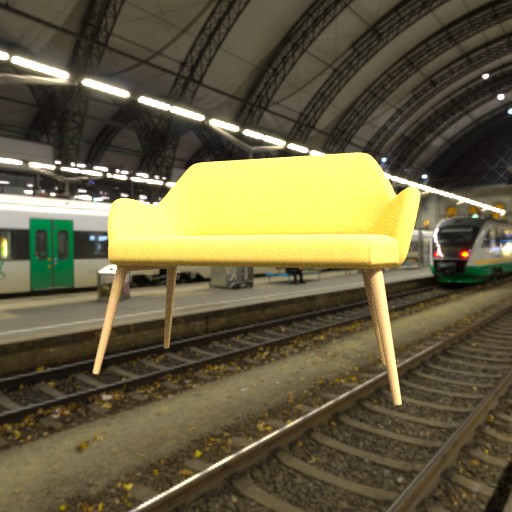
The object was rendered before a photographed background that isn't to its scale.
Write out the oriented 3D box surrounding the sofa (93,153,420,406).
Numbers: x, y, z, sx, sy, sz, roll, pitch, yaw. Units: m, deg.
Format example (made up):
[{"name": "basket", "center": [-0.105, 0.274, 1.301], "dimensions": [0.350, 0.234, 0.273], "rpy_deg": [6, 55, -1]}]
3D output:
[{"name": "sofa", "center": [0.000, 0.000, 1.667], "dimensions": [1.150, 0.840, 0.610], "rpy_deg": [0, 1, 18]}]
